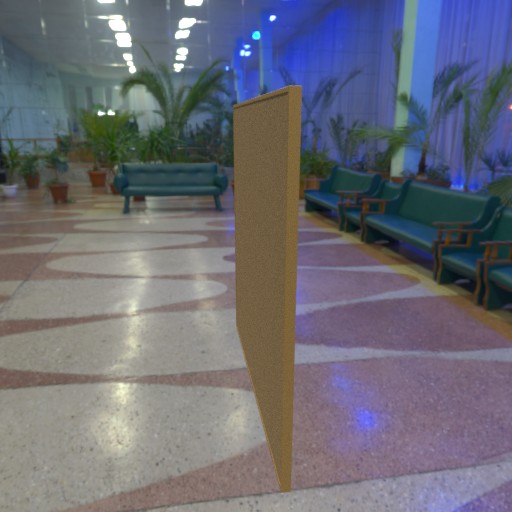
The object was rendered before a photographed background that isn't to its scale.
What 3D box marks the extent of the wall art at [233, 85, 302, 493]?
[{"bbox_3d":[0.000,0.000,0.681,0.013,0.455,0.457,-3,17,-9],"label":"wall art"}]
